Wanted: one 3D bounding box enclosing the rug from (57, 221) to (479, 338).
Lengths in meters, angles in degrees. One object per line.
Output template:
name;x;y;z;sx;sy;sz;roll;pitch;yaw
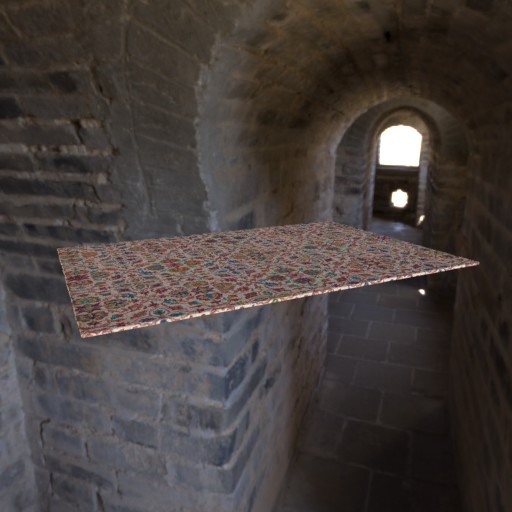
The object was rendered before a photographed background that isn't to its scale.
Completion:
rug;0.000;0.000;2.884;2.297;0.018;1.541;-7;17;-26
